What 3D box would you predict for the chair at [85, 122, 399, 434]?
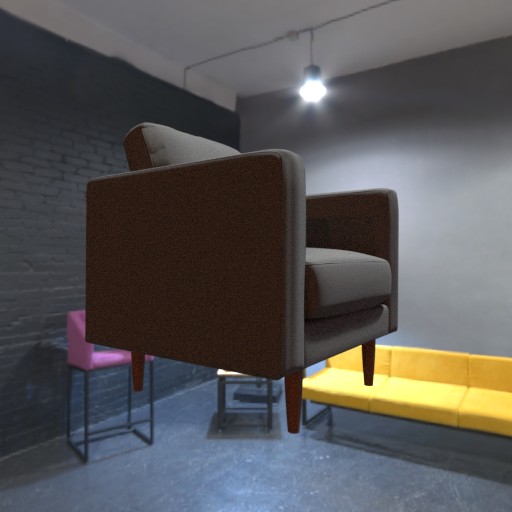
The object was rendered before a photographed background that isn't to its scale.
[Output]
[{"bbox_3d":[0.000,0.000,1.561,0.800,0.927,0.854,0,0,36],"label":"chair"}]
